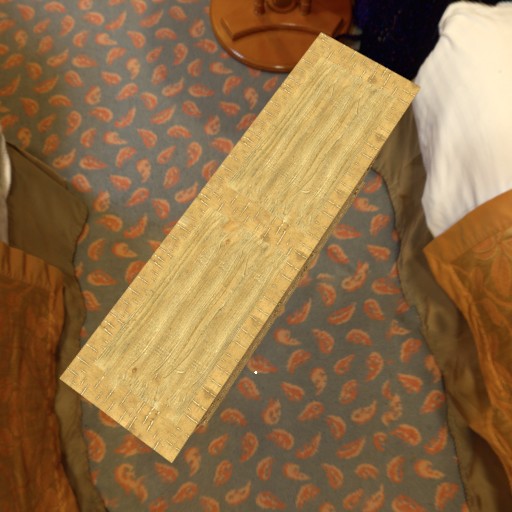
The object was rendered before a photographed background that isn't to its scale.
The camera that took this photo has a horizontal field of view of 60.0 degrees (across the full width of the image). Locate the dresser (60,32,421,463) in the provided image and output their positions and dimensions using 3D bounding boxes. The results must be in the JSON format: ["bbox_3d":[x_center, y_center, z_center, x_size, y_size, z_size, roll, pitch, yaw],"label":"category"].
[{"bbox_3d":[0.000,0.000,2.079,0.457,1.016,1.626,33,78,8],"label":"dresser"}]
